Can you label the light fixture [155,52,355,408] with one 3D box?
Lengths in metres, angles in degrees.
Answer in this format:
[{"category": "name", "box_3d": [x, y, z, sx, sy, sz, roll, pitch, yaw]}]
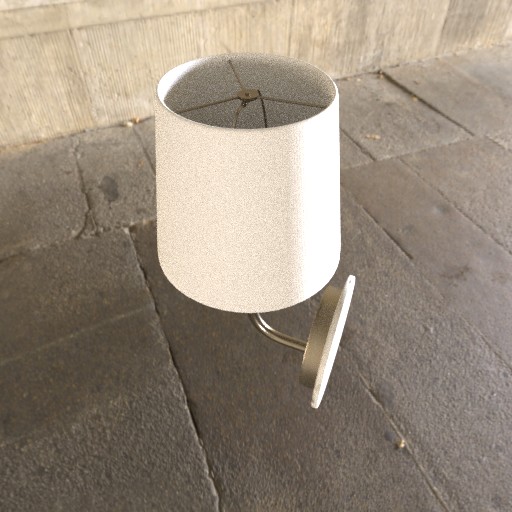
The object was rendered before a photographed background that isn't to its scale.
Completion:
[{"category": "light fixture", "box_3d": [0.000, 0.000, 0.432, 0.188, 0.337, 0.168, 16, 47, 15]}]
